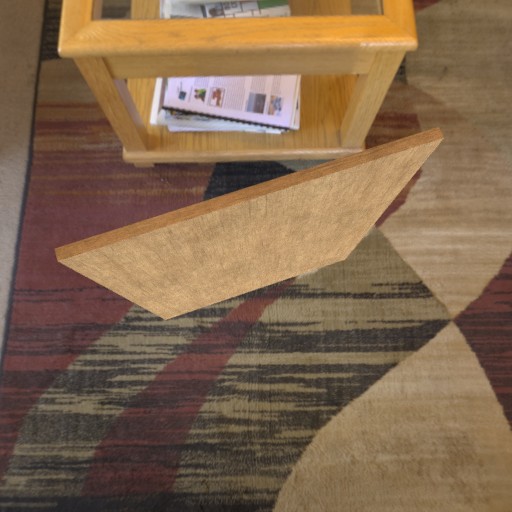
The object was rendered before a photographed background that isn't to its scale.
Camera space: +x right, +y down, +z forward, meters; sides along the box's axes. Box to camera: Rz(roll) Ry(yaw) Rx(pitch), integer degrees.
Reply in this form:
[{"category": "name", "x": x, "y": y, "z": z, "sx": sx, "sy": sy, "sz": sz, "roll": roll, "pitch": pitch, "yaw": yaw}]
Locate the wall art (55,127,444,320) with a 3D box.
[{"category": "wall art", "x": 0.000, "y": 0.000, "z": 0.914, "sx": 0.534, "sy": 0.686, "sz": 0.018, "roll": -18, "pitch": 76, "yaw": -5}]
